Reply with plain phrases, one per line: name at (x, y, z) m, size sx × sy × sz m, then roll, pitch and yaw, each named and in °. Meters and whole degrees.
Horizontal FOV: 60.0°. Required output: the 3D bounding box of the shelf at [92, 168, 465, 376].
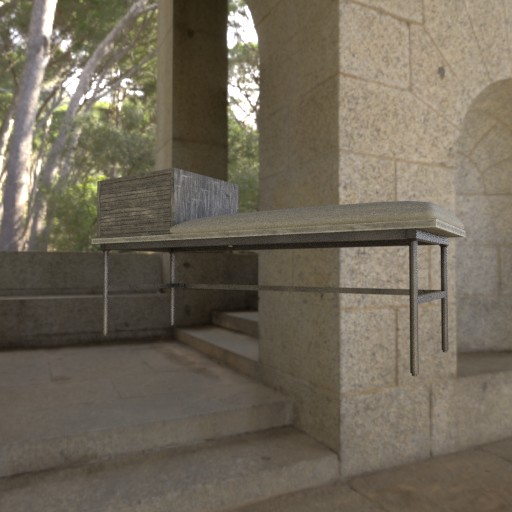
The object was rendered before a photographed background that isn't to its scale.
shelf at (0.000, 0.000, 1.627) m, size 1.342 × 0.633 × 0.457 m, roll -1°, pitch -2°, yaw 34°
